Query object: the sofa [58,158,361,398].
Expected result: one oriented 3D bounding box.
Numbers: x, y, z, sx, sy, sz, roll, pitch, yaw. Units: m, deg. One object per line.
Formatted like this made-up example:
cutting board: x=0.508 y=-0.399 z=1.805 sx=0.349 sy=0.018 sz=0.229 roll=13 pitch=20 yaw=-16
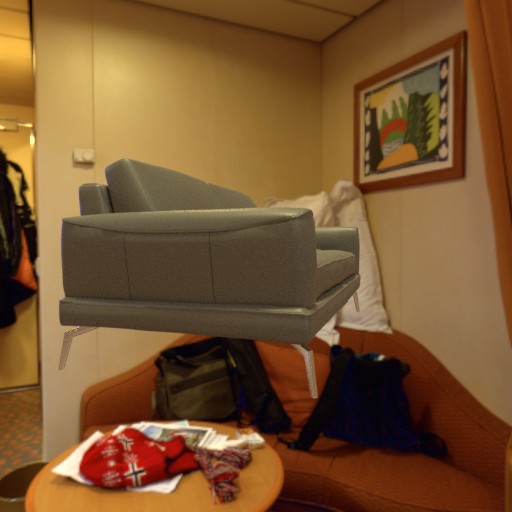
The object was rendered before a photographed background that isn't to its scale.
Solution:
sofa: x=0.000 y=0.000 z=2.696 sx=1.121 sy=0.930 sz=2.177 roll=1 pitch=2 yaw=18
